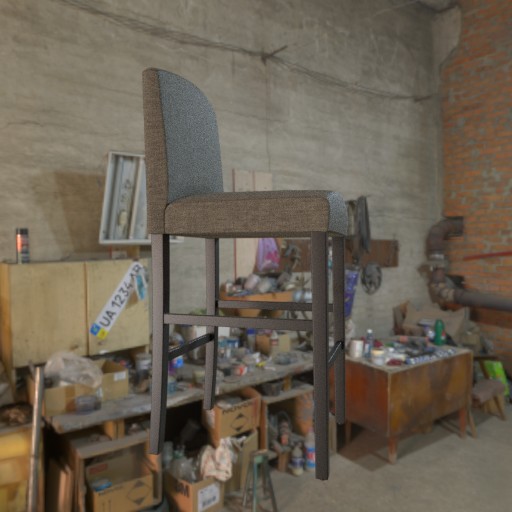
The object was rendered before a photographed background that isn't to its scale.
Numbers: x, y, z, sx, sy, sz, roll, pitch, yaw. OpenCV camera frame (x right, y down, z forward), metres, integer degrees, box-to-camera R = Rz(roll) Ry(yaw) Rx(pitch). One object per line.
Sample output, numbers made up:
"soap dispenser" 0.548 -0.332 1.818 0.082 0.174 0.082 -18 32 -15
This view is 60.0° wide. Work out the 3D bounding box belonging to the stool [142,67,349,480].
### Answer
"stool" 0.000 0.000 1.389 0.552 1.138 0.451 0 0 17
